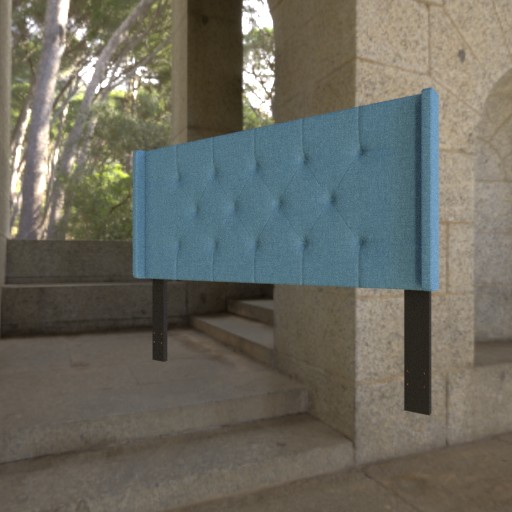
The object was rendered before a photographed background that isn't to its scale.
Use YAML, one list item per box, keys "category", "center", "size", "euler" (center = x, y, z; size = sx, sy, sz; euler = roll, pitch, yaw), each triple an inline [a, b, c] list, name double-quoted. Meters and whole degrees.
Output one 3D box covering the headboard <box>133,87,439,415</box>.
- category: "headboard"
  center: [0.000, 0.000, 2.643]
  size: [2.051, 1.524, 0.184]
  euler: [0, 0, 36]
